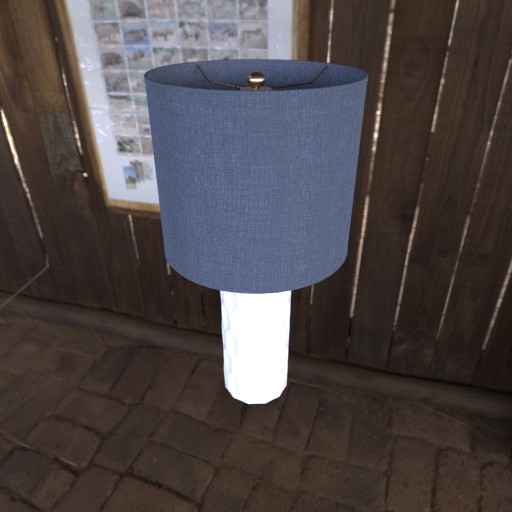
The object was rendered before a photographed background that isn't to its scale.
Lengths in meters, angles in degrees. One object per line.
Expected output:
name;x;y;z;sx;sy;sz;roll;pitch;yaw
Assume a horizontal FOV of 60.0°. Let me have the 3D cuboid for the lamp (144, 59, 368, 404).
lamp;0.000;0.000;0.693;0.277;0.537;0.277;-1;30;-2
